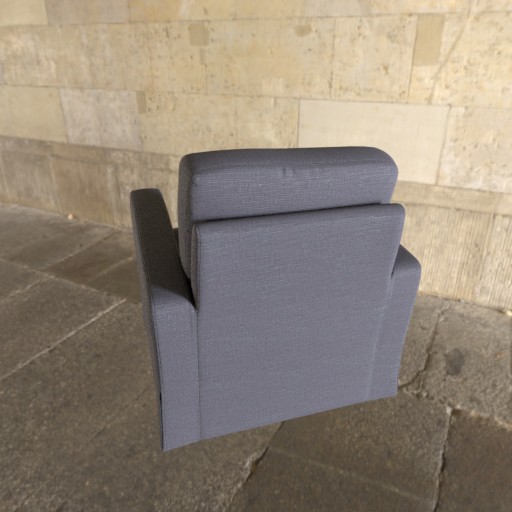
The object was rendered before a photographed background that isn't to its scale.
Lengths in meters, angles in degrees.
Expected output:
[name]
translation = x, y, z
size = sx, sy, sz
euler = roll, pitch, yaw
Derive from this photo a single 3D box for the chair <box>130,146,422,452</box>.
[chair]
translation = 0.000, 0.000, 1.537
size = 0.798, 0.855, 0.863
euler = -7, 26, -16
